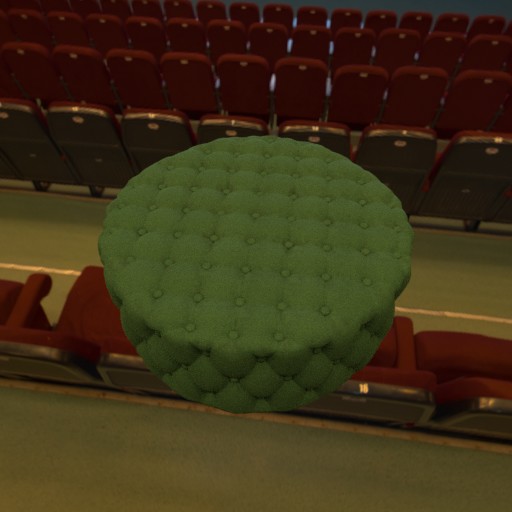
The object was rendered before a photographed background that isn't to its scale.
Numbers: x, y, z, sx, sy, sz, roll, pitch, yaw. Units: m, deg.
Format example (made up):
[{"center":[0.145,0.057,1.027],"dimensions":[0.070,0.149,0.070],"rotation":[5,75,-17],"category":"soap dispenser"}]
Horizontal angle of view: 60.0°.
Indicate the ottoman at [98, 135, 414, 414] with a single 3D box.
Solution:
[{"center":[0.000,0.000,1.529],"dimensions":[0.998,0.399,0.998],"rotation":[0,46,0],"category":"ottoman"}]
